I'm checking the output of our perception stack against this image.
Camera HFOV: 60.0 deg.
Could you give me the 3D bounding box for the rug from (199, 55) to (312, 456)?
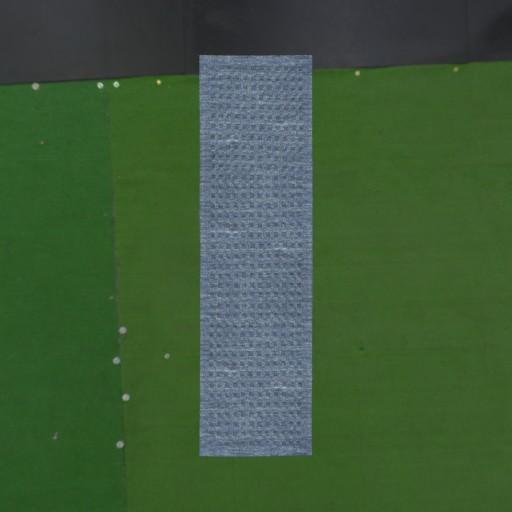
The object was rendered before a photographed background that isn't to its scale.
[{"bbox_3d":[0.000,0.000,2.700,0.688,0.008,2.443,0,90,0],"label":"rug"}]
